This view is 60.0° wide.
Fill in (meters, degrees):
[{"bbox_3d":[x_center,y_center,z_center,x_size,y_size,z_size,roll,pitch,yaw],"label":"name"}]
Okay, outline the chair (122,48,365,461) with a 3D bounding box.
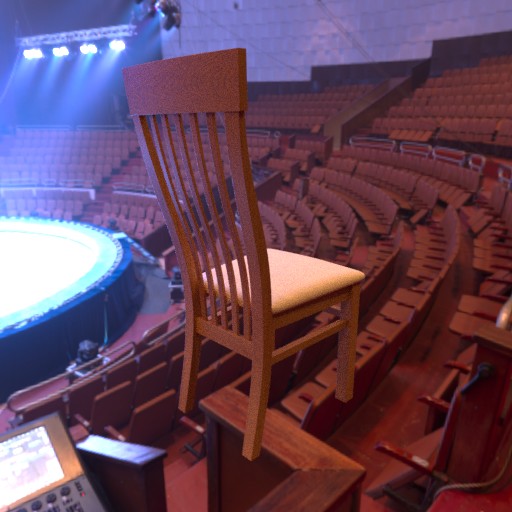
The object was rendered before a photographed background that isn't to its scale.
[{"bbox_3d":[0.000,0.000,1.348,0.450,1.050,0.580,15,22,43],"label":"chair"}]
